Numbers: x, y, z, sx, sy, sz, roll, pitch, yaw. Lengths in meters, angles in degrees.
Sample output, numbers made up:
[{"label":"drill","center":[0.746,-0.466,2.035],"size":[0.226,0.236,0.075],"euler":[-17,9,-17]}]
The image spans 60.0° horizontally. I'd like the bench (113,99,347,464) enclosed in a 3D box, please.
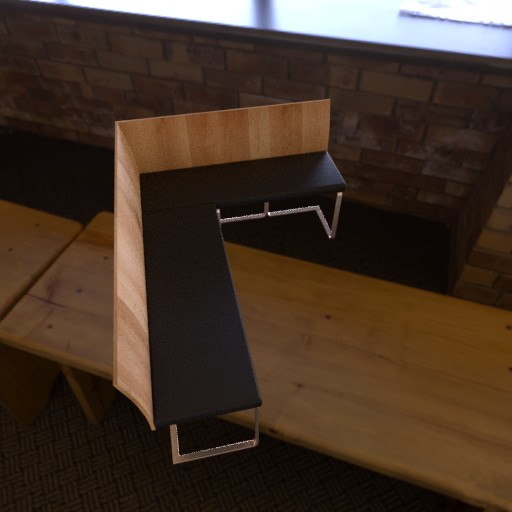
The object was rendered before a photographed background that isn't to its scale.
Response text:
[{"label":"bench","center":[0.000,0.000,2.730],"size":[1.495,0.930,1.945],"euler":[-9,47,-8]}]
